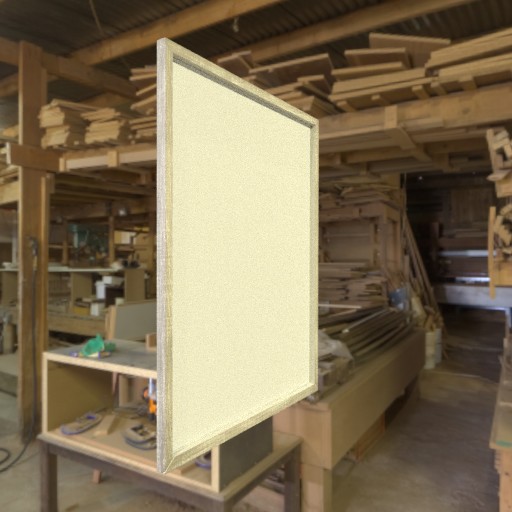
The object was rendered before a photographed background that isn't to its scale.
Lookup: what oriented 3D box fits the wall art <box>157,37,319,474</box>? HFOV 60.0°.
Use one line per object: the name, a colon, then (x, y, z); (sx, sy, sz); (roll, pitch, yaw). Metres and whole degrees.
wall art: (0.000, 0.000, 1.363); (0.035, 1.022, 0.781); (0, 0, 35)
